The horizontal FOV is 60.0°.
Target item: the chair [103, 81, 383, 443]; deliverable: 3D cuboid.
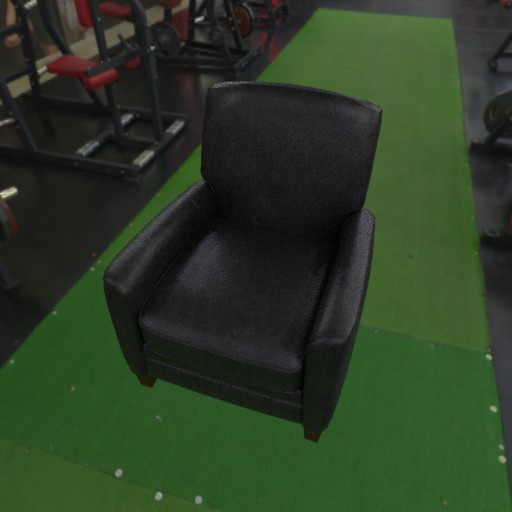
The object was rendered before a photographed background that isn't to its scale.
[{"bbox_3d":[0.000,0.000,1.670,0.848,1.014,0.864,13,42,15],"label":"chair"}]
